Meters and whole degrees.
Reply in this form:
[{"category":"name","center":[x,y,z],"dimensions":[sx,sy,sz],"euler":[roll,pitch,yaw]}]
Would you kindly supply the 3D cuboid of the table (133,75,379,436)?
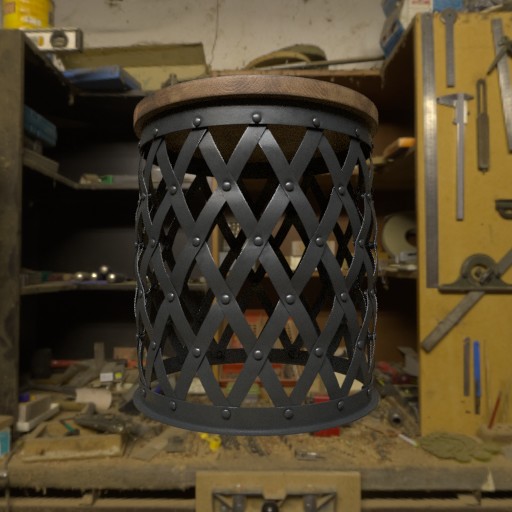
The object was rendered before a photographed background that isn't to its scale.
[{"category":"table","center":[0.000,0.000,0.758],"dimensions":[0.405,0.454,0.405],"euler":[0,-1,0]}]
